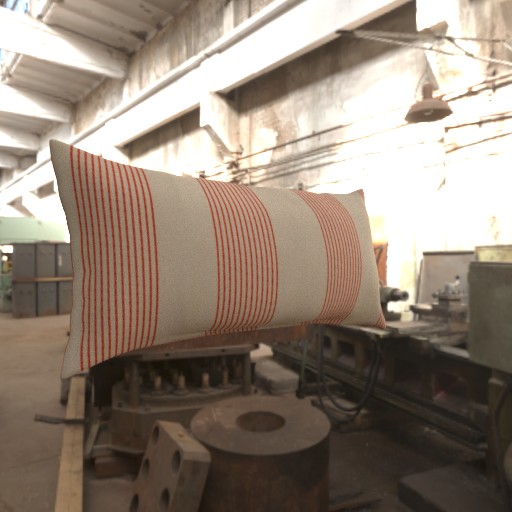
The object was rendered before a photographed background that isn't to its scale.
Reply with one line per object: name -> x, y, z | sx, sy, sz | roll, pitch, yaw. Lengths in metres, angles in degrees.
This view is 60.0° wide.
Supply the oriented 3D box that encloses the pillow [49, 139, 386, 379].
pillow -> 0.000, 0.000, 0.717 | 0.608, 0.292, 0.156 | 1, -1, -37
